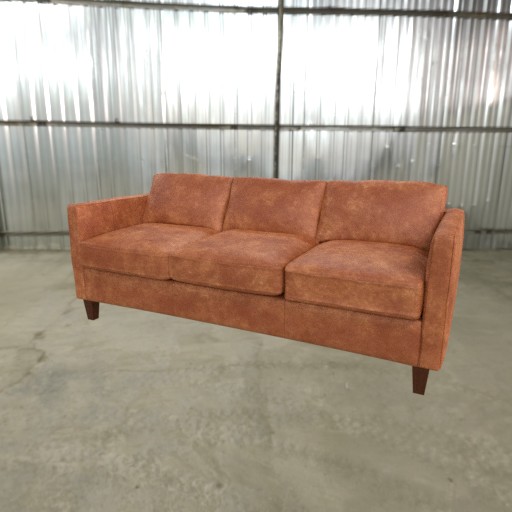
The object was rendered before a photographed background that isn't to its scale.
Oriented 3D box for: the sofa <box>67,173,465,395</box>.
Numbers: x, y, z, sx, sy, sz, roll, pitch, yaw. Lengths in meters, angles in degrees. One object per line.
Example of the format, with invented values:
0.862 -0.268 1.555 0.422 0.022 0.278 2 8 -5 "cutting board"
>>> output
0.000 0.000 2.953 2.464 1.006 1.045 7 15 25 "sofa"
